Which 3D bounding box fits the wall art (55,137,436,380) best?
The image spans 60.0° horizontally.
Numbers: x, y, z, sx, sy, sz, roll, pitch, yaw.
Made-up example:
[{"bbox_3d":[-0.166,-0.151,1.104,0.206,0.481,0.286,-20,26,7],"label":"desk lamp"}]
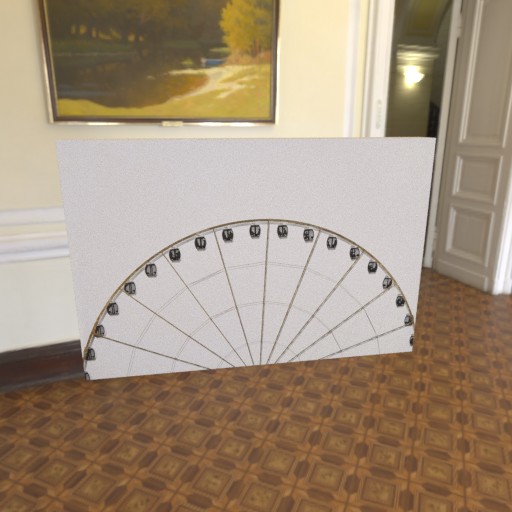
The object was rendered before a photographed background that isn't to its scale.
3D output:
[{"bbox_3d":[0.000,0.000,0.495,0.384,0.254,0.039,-3,17,-9],"label":"wall art"}]
